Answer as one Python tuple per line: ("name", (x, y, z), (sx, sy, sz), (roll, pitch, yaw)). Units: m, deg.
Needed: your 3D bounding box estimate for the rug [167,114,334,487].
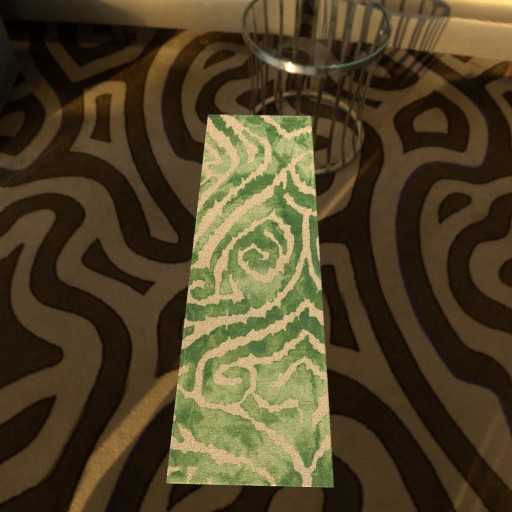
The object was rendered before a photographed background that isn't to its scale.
("rug", (0.000, 0.000, 2.648), (0.761, 0.006, 2.438), (1, 59, 1))
